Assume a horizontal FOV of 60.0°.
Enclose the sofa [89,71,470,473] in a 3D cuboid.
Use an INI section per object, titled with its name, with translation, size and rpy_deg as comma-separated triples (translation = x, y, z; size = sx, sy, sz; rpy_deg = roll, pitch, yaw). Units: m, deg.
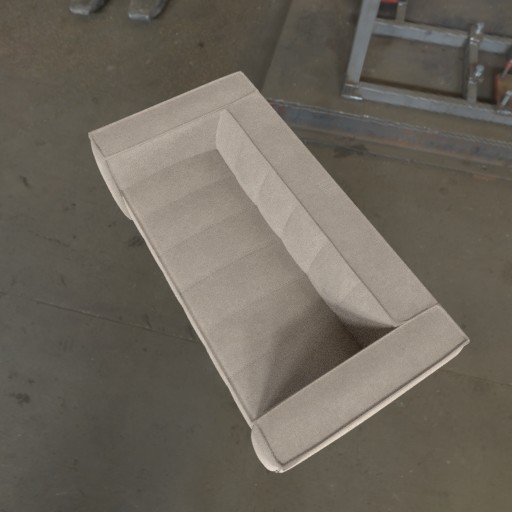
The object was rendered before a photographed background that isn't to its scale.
[sofa]
translation = 0.000, 0.000, 2.455
size = 1.038, 0.680, 1.995
rpy_deg = -28, 66, -14
